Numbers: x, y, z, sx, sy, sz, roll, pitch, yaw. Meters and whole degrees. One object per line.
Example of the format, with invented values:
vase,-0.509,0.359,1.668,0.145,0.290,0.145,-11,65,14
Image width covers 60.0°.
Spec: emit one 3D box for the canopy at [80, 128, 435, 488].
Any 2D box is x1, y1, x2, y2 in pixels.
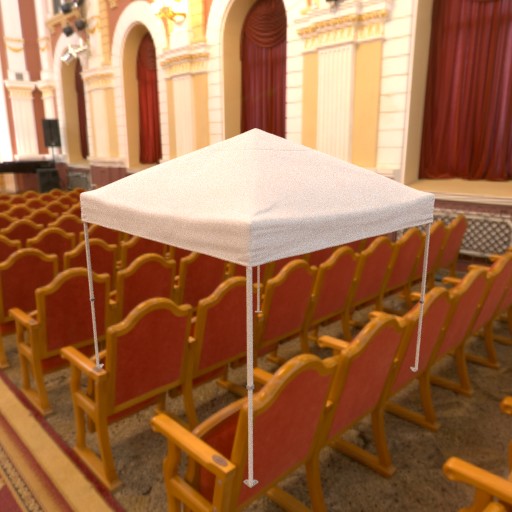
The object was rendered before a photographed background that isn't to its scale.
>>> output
canopy,0.000,0.000,5.408,2.998,2.997,2.996,-13,19,-42
